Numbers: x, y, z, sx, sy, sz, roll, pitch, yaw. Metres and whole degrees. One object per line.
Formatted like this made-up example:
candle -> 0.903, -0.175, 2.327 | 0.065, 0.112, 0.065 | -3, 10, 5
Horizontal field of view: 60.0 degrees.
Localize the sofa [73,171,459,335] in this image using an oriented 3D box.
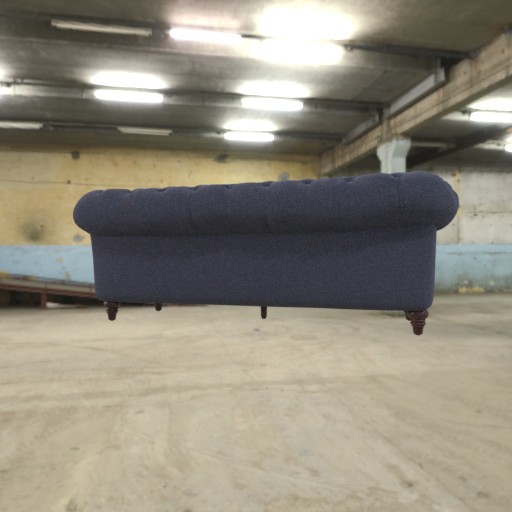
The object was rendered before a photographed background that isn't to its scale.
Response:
sofa -> 0.000, 0.000, 2.775 | 2.335, 0.836, 1.046 | 0, -1, 18
